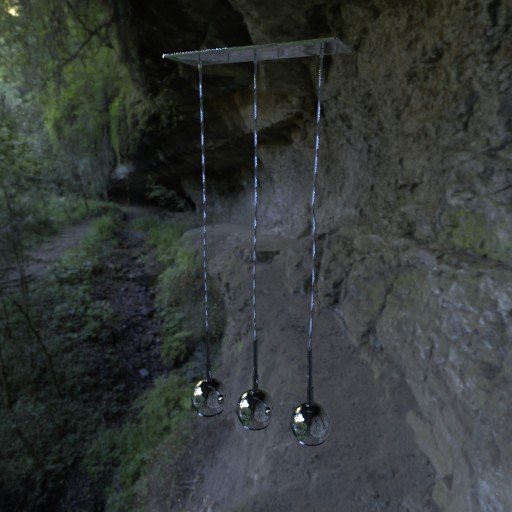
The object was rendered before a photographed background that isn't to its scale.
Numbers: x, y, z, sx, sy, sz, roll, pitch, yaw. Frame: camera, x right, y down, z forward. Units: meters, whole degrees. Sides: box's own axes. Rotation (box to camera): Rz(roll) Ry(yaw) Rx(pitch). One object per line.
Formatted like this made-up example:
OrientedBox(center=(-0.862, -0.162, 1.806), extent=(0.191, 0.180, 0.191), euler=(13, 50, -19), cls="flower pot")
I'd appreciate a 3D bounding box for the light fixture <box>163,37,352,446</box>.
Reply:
OrientedBox(center=(0.000, 0.000, 1.654), extent=(0.623, 1.408, 0.188), euler=(6, 15, 24), cls="light fixture")
